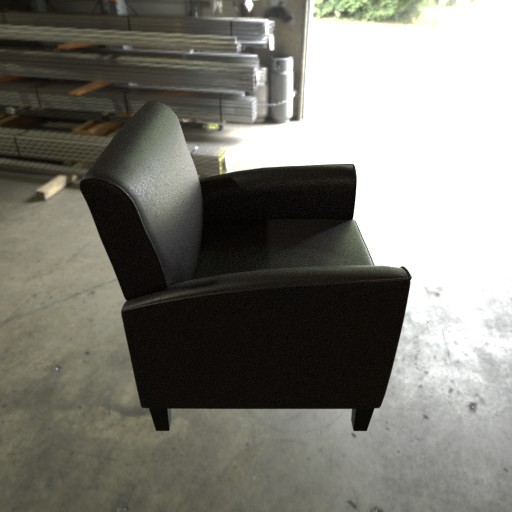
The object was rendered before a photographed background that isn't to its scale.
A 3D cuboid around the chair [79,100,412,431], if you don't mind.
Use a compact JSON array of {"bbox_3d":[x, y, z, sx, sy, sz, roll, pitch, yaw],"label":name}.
[{"bbox_3d":[0.000,0.000,1.555,0.819,0.916,0.820,0,32,0],"label":"chair"}]
